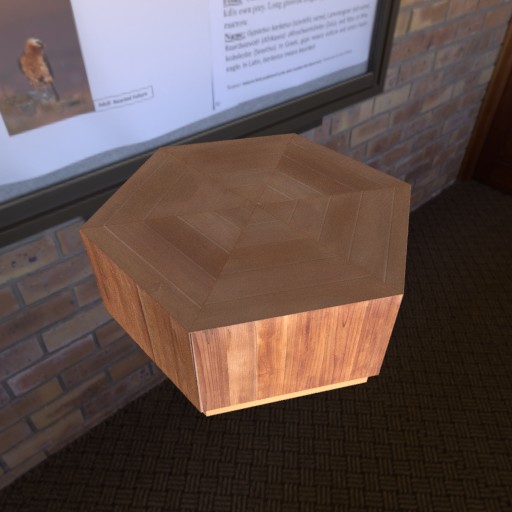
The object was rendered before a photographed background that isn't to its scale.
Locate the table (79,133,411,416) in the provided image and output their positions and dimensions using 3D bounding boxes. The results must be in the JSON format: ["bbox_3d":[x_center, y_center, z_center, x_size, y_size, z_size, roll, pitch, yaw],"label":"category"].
[{"bbox_3d":[0.000,0.000,1.656,1.000,0.456,1.154,11,42,13],"label":"table"}]
